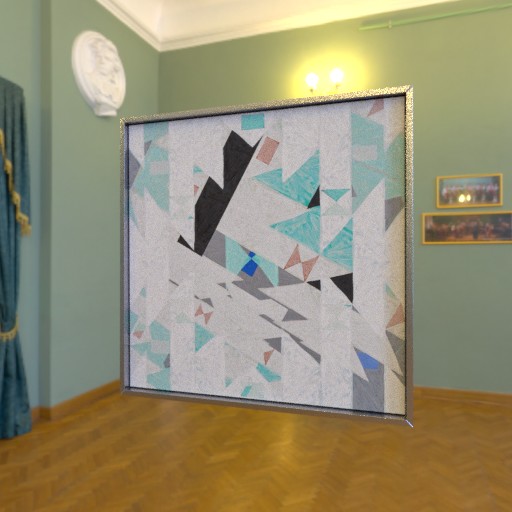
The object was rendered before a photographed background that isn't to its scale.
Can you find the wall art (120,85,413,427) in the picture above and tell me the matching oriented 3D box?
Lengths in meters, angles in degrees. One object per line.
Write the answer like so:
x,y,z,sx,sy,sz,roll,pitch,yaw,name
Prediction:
0.000,0.000,0.524,0.350,0.350,0.038,0,0,18,wall art
